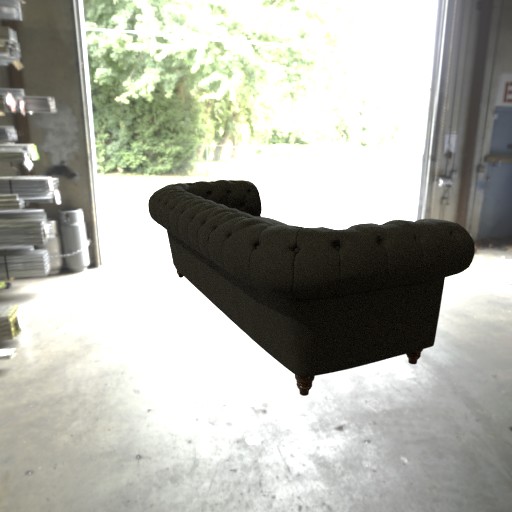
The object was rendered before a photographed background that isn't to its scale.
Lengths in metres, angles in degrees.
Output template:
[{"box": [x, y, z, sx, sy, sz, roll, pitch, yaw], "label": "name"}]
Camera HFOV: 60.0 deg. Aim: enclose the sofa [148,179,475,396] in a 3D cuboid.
[{"box": [0.000, 0.000, 2.758, 0.991, 0.762, 2.362, -7, 17, -25], "label": "sofa"}]
